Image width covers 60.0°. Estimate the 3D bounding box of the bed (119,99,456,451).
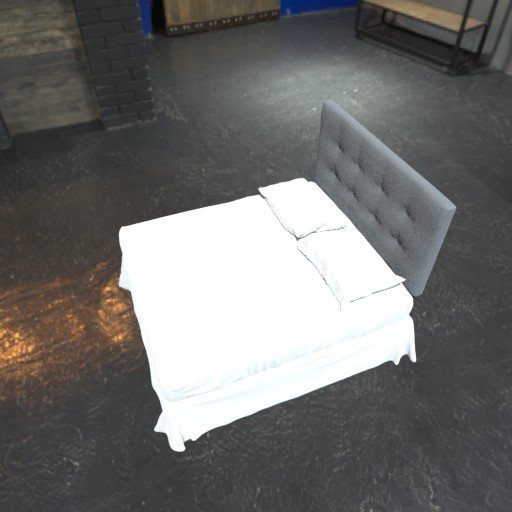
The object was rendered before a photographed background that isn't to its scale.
[{"bbox_3d":[0.000,0.000,3.552,2.222,1.577,1.936,-16,47,-15],"label":"bed"}]
